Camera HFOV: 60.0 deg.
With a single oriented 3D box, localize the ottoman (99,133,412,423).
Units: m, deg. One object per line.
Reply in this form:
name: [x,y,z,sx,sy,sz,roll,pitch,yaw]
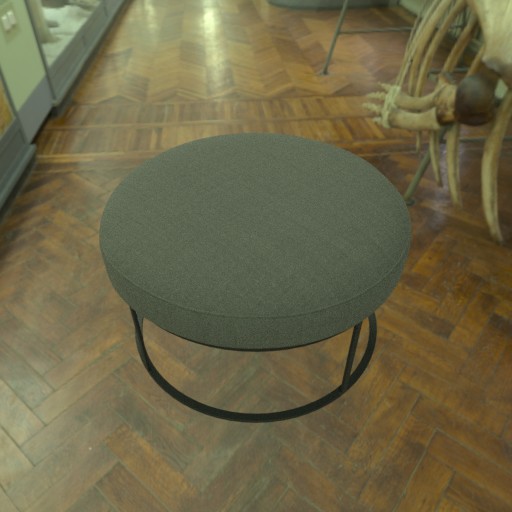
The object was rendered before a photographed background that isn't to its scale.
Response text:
ottoman: [0.000,0.000,1.222,0.772,0.460,0.772,0,40,0]
